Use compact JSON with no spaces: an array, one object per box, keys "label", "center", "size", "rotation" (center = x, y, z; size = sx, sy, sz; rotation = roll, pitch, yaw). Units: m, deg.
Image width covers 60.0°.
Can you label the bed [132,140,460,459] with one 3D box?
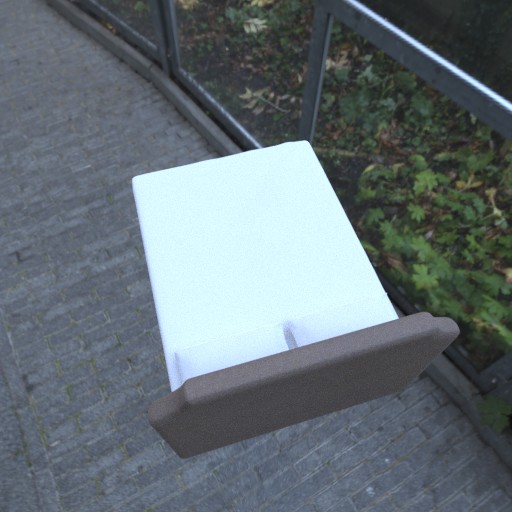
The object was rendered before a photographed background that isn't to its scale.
[{"label":"bed","center":[0.000,0.000,3.154],"size":[1.693,1.290,2.116],"rotation":[-14,59,-9]}]
